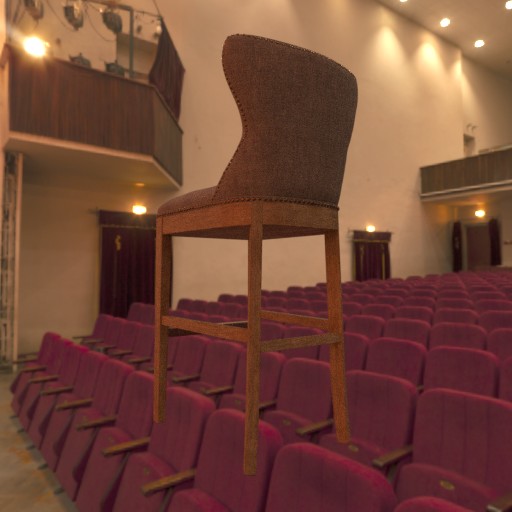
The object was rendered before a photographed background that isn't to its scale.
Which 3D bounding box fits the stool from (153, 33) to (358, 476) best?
[{"bbox_3d":[0.000,0.000,1.416,0.494,1.123,0.606,1,-2,-37],"label":"stool"}]
